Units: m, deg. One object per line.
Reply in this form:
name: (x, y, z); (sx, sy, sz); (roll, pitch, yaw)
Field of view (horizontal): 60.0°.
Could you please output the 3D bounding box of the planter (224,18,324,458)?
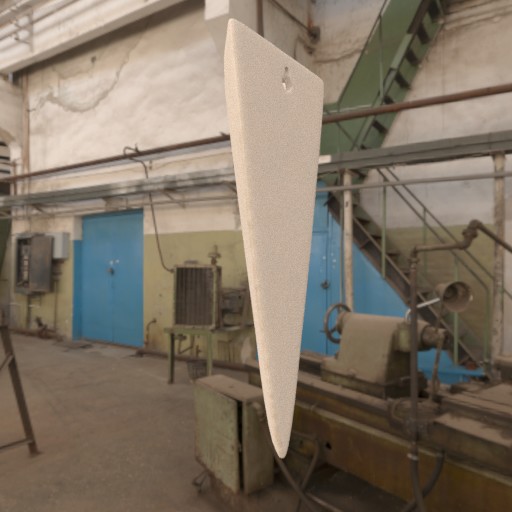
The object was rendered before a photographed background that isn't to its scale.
planter: (0.000, 0.000, 0.388); (0.065, 0.338, 0.143); (0, 0, 36)
